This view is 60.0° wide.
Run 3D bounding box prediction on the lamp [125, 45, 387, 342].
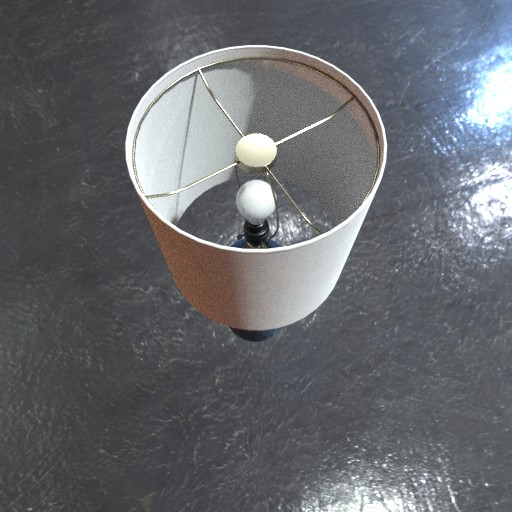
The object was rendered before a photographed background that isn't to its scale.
[{"bbox_3d":[0.000,0.000,0.590,0.220,0.475,0.220,-16,65,-7],"label":"lamp"}]
